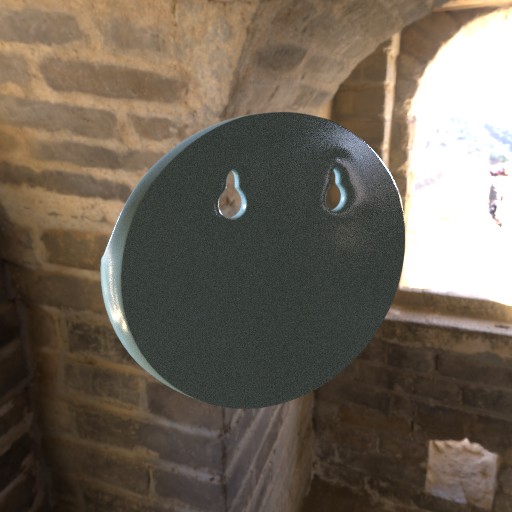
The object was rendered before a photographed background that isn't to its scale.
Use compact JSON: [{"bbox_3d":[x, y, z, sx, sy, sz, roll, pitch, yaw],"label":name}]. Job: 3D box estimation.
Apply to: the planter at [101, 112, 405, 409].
[{"bbox_3d":[0.000,0.000,0.272,0.189,0.164,0.073,-7,15,-27],"label":"planter"}]
